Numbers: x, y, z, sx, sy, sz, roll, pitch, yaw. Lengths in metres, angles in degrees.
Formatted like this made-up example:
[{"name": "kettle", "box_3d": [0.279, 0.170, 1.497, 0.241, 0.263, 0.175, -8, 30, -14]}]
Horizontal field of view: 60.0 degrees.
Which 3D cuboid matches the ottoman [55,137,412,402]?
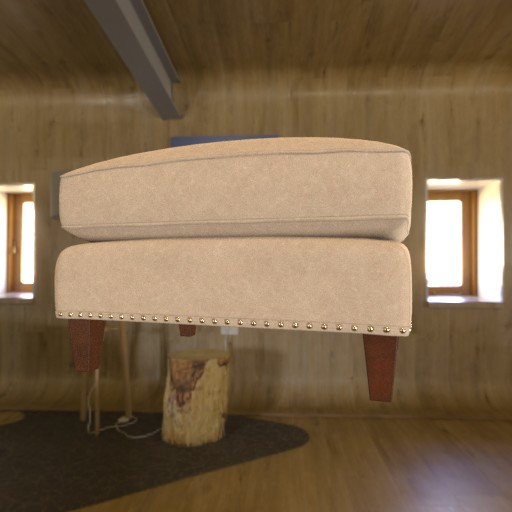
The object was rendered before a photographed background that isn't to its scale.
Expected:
[{"name": "ottoman", "box_3d": [0.000, 0.000, 1.117, 0.741, 0.513, 0.584, 0, -1, 19]}]
